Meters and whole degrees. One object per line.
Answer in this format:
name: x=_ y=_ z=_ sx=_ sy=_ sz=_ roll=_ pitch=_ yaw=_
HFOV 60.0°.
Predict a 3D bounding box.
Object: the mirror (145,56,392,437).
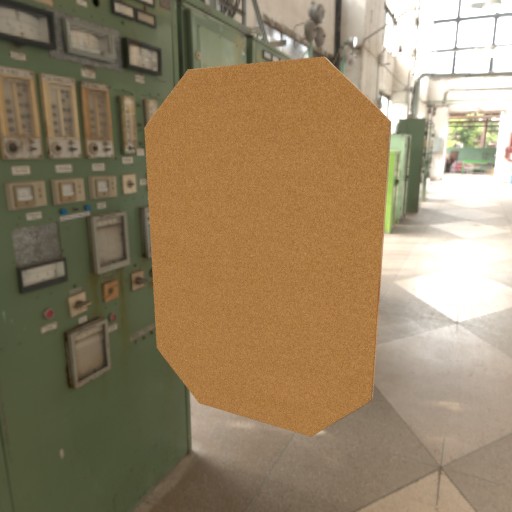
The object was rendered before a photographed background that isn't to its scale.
mirror: x=0.000 y=0.000 z=1.266 sx=0.709 sy=1.015 sz=0.061 roll=7 pitch=15 yaw=26
